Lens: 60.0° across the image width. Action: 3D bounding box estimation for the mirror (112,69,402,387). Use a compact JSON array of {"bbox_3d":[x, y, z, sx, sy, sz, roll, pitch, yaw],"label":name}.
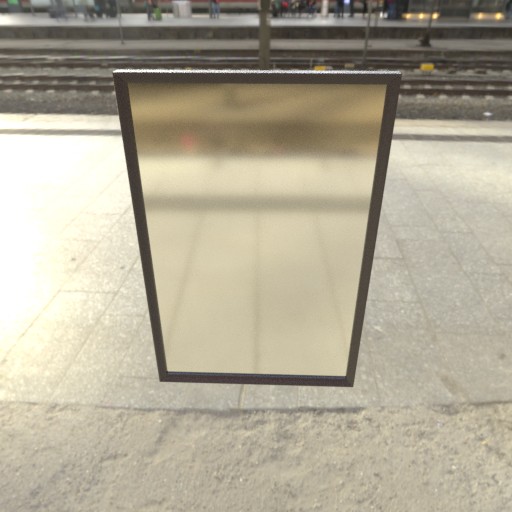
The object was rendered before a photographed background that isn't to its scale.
[{"bbox_3d":[0.000,0.000,1.178,0.609,0.915,0.041,1,30,2],"label":"mirror"}]
